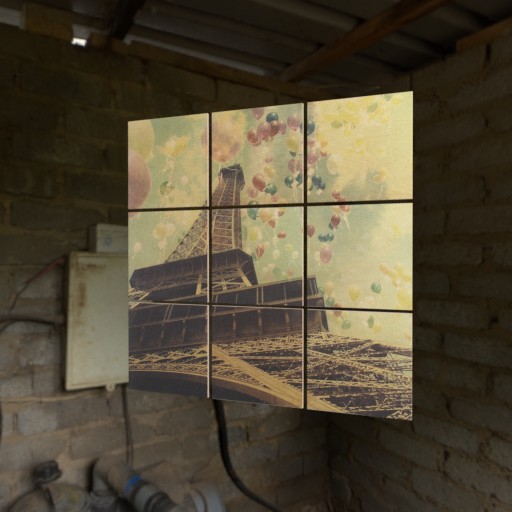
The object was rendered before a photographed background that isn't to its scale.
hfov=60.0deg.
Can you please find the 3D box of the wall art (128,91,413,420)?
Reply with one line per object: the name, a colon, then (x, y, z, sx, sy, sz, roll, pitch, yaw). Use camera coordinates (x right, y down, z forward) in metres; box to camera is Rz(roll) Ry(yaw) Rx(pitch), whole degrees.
wall art: (0.000, 0.000, 1.834, 1.219, 1.218, 0.013, 0, 0, 18)
